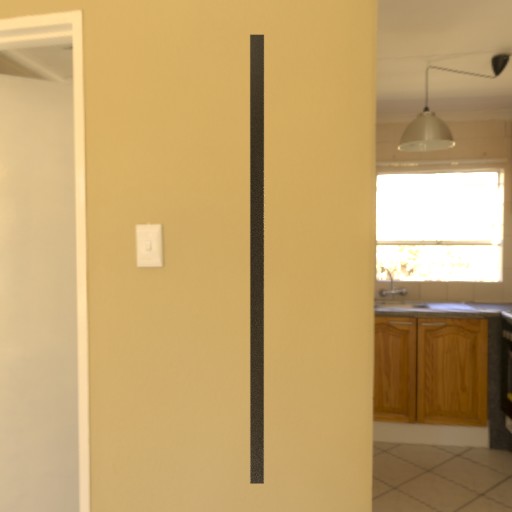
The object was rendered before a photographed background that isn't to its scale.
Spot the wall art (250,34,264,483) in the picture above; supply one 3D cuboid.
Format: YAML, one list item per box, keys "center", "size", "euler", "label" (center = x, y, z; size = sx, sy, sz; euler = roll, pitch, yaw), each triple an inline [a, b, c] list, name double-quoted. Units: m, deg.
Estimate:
- center: [0.000, 0.000, 0.661]
  size: [0.014, 0.445, 0.446]
  euler: [0, 2, 0]
  label: "wall art"
